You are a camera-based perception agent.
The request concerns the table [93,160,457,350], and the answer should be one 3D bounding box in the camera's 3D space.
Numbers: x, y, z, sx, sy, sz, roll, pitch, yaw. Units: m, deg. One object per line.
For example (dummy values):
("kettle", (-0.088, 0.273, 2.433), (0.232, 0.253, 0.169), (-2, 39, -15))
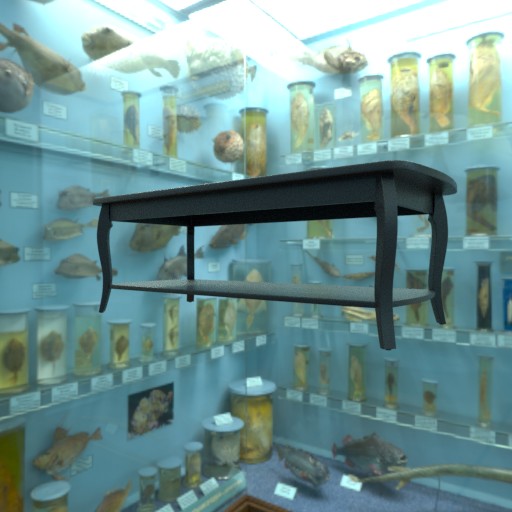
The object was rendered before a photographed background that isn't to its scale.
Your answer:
("table", (0.000, 0.000, 1.635), (1.333, 0.457, 0.571), (0, 0, 37))
